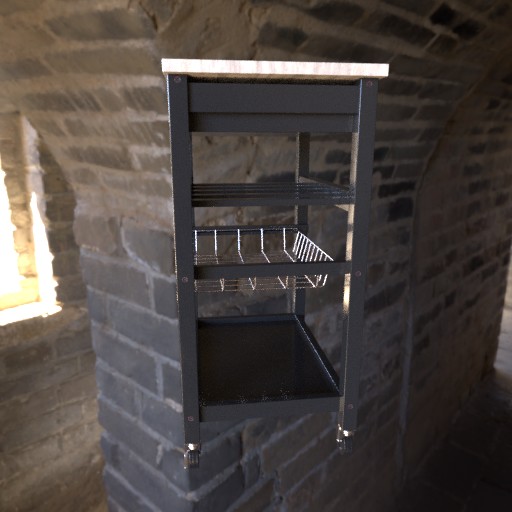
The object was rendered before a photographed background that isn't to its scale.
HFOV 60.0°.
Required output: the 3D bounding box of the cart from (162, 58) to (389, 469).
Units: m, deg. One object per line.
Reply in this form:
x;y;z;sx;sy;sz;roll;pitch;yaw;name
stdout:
0.000;0.000;1.148;0.403;0.839;0.584;-2;14;-7;cart
